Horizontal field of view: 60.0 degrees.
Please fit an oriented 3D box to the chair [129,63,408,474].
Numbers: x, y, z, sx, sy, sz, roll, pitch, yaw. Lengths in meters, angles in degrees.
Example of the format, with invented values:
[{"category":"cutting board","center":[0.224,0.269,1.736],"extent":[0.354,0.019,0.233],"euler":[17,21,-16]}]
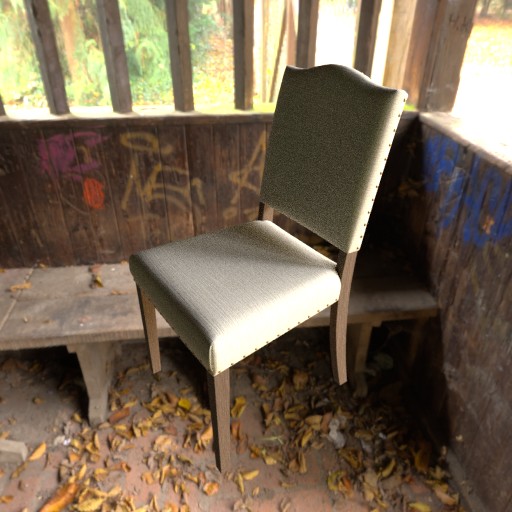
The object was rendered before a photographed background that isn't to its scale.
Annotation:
[{"category":"chair","center":[0.000,0.000,1.325],"extent":[0.619,1.015,0.508],"euler":[-21,38,-29]}]
